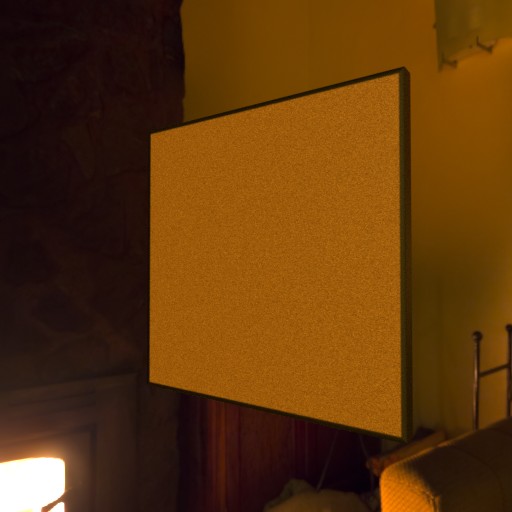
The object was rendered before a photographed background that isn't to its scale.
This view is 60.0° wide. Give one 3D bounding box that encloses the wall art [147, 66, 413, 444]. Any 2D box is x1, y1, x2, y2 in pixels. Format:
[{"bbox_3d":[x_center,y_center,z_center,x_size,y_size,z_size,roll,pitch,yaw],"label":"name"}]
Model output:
[{"bbox_3d":[0.000,0.000,0.756,0.513,0.511,0.028,-1,-1,35],"label":"wall art"}]
